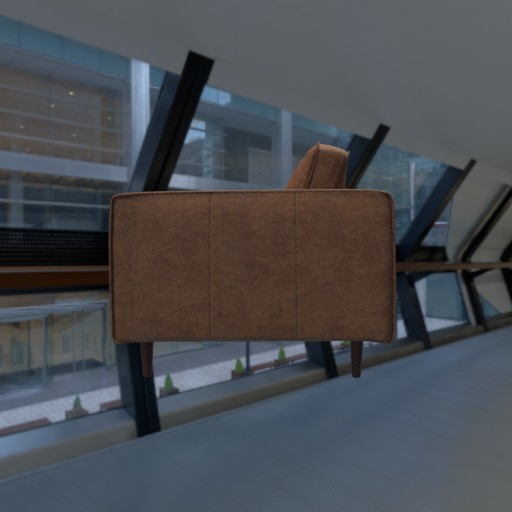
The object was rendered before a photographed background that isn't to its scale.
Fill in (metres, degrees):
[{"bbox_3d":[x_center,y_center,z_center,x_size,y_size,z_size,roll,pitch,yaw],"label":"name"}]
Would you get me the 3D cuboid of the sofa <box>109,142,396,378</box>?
[{"bbox_3d":[0.000,0.000,2.339,0.924,0.825,1.920,0,1,1],"label":"sofa"}]
